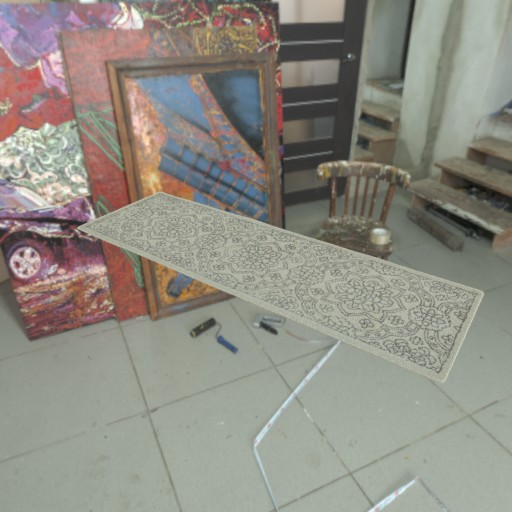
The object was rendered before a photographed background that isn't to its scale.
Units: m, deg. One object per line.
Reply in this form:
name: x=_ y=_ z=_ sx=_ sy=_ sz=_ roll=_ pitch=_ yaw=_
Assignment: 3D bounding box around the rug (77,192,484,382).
rug: x=0.000 y=0.000 z=2.688 sx=2.431 sy=0.006 sz=0.806 roll=20 pitch=36 yaw=30
